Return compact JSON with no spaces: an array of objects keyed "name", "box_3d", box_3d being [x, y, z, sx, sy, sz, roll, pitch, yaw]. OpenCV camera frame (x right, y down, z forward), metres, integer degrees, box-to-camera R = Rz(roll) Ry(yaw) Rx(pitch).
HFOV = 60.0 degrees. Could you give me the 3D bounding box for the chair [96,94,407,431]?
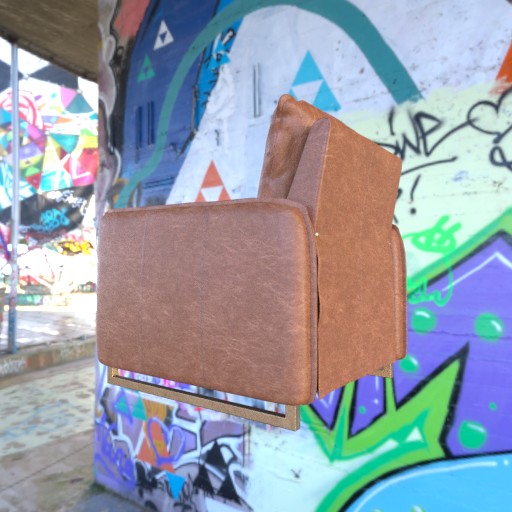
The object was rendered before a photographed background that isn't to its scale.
[{"name":"chair","box_3d":[0.000,0.000,1.655,0.922,0.922,0.830,-1,-2,37]}]
